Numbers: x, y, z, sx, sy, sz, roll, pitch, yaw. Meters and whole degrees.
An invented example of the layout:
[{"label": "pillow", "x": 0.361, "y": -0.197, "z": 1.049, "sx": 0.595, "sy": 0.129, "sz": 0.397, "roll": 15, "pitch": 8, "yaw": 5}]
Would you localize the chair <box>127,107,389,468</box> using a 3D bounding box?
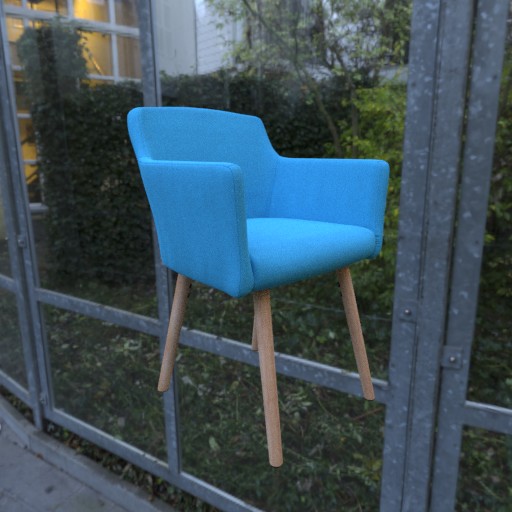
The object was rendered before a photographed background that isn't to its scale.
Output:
[{"label": "chair", "x": 0.000, "y": 0.000, "z": 1.180, "sx": 0.570, "sy": 0.780, "sz": 0.540, "roll": -13, "pitch": 18, "yaw": -44}]
